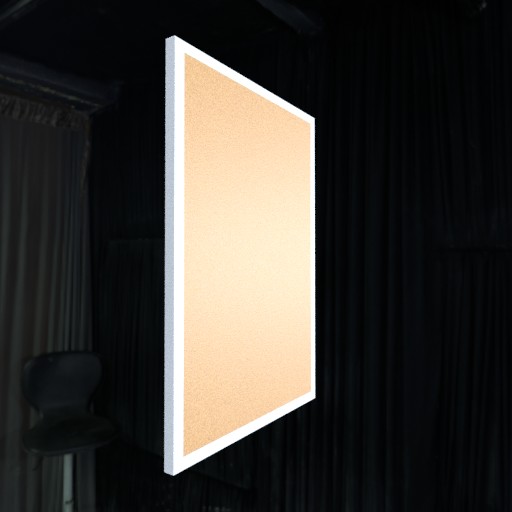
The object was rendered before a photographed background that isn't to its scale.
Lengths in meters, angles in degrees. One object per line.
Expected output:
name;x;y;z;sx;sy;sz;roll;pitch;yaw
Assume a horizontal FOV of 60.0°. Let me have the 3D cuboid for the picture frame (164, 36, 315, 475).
picture frame;0.000;0.000;0.566;0.013;0.434;0.305;-1;-1;34
